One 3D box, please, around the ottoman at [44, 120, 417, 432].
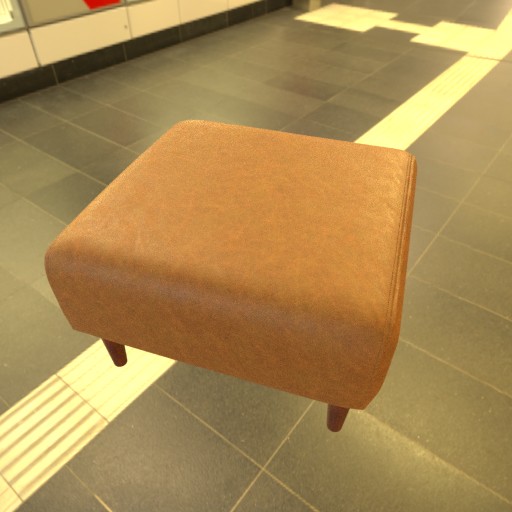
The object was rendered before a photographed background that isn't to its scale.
[{"bbox_3d":[0.000,0.000,1.055,0.650,0.399,0.650,12,43,14],"label":"ottoman"}]
